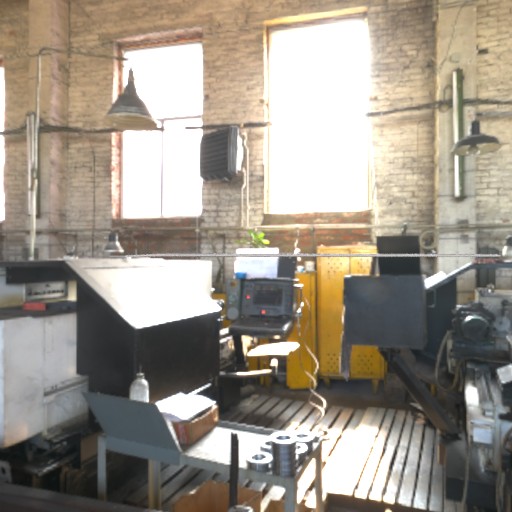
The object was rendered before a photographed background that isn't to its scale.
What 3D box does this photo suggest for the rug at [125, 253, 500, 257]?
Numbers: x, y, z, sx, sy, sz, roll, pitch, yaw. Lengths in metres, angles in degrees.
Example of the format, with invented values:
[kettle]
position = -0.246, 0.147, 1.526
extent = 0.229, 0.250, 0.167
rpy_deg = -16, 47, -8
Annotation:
[rug]
position = 0.000, 0.000, 2.937
extent = 1.536, 0.012, 2.431
rpy_deg = 0, 0, -20
